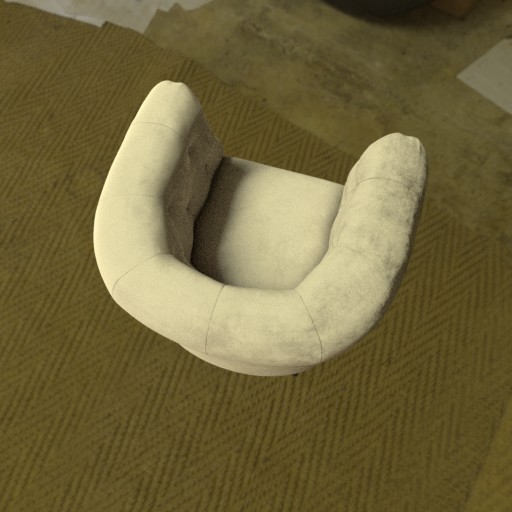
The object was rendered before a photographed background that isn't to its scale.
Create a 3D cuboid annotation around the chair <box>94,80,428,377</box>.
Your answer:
[{"bbox_3d":[0.000,0.000,1.549,0.904,0.826,0.851,15,66,7],"label":"chair"}]
